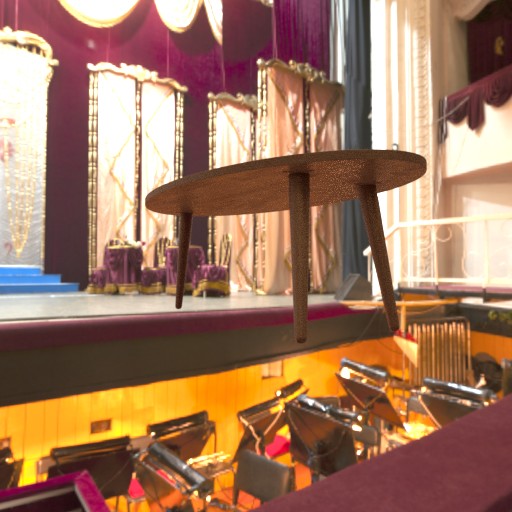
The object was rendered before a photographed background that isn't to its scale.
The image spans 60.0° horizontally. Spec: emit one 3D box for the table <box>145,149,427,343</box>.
[{"bbox_3d":[0.000,0.000,1.326,0.542,0.390,1.083,1,-2,-36],"label":"table"}]
